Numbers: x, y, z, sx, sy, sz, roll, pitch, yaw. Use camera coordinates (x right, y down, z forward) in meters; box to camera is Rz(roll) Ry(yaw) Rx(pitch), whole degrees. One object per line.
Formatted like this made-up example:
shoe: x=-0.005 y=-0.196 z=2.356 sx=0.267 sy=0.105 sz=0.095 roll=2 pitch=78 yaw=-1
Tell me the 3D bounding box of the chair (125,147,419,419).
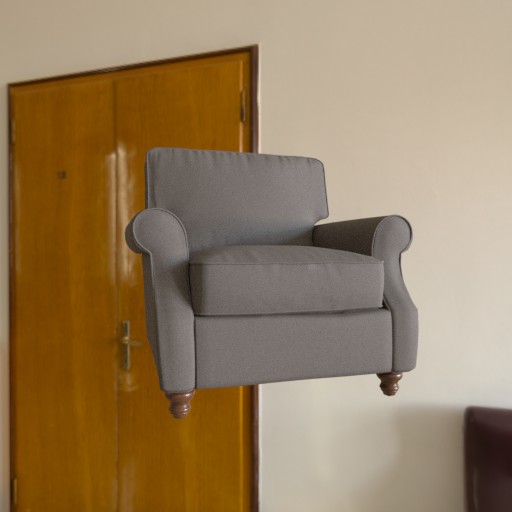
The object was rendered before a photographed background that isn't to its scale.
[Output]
chair: x=0.000 y=0.000 z=1.814 sx=1.029 sy=0.967 sz=0.966 roll=0 pitch=0 yaw=-17
